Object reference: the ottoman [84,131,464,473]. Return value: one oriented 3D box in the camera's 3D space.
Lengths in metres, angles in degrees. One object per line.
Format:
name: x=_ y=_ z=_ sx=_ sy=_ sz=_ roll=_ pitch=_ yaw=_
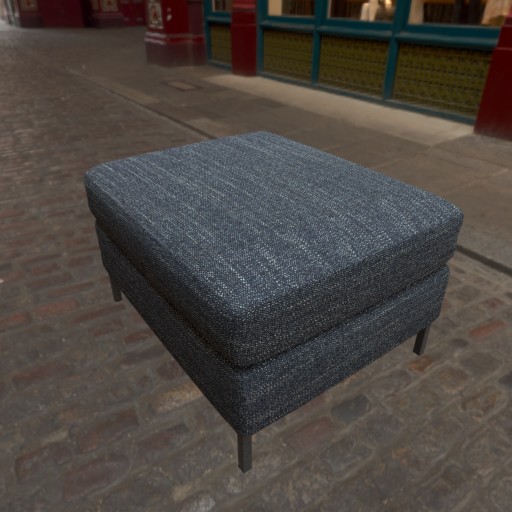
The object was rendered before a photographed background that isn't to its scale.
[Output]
ottoman: x=0.000 y=0.000 z=1.235 sx=0.667 sy=0.491 sz=0.814 roll=-21 pitch=37 yaw=-30
